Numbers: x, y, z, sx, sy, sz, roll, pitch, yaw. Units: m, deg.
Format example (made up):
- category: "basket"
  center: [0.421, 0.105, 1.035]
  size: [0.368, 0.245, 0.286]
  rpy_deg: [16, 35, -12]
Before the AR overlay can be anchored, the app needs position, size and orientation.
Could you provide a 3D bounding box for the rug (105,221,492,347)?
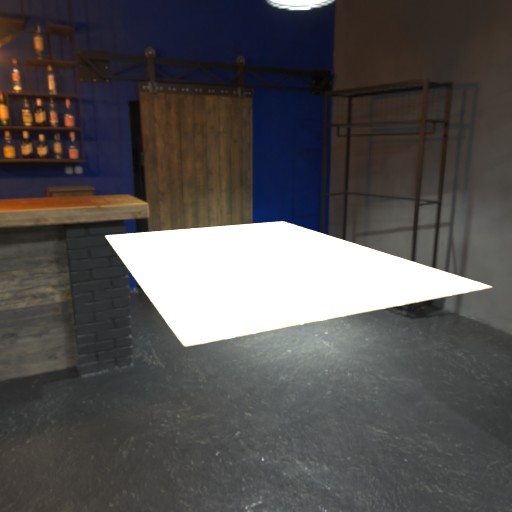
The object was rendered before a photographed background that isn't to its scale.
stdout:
- category: "rug"
  center: [0.000, 0.000, 4.358]
  size: [2.438, 0.010, 3.353]
  rpy_deg: [-6, 15, -24]
